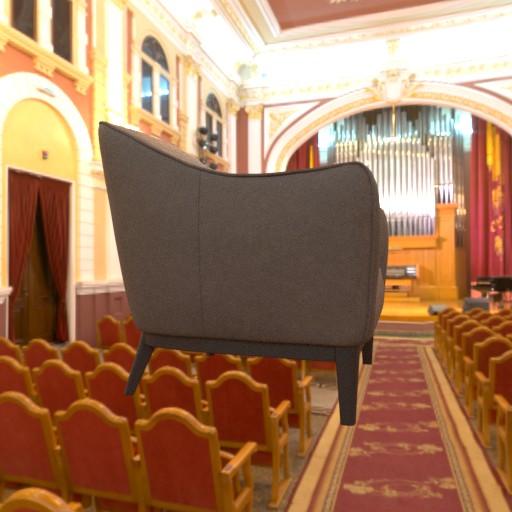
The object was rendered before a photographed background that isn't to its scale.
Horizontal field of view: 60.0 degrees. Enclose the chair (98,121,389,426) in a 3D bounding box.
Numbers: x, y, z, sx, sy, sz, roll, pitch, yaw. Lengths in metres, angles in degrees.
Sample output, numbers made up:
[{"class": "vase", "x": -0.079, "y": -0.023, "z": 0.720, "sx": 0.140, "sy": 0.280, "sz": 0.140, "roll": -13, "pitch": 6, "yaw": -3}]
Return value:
[{"class": "chair", "x": 0.000, "y": 0.000, "z": 1.513, "sx": 0.852, "sy": 0.830, "sz": 0.871, "roll": 0, "pitch": -1, "yaw": 18}]
